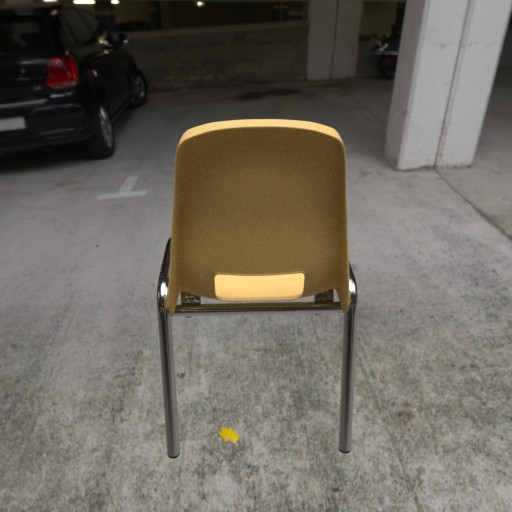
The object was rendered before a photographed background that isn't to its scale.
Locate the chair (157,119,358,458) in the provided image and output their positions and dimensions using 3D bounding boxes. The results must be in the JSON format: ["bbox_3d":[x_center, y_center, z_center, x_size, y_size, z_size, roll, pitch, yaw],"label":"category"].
[{"bbox_3d":[0.000,0.000,0.822,0.354,0.586,0.423,-1,30,-2],"label":"chair"}]
